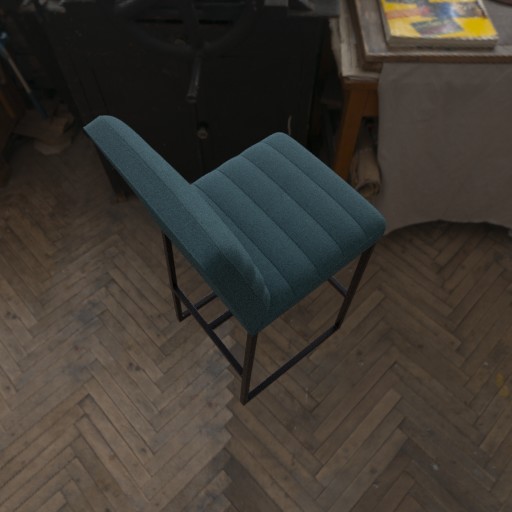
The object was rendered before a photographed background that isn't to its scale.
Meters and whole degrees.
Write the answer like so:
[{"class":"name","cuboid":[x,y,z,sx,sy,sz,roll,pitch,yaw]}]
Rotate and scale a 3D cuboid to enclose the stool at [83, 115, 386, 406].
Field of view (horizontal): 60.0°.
[{"class":"stool","cuboid":[0.000,0.000,1.329,0.560,1.040,0.460,-34,64,-19]}]
